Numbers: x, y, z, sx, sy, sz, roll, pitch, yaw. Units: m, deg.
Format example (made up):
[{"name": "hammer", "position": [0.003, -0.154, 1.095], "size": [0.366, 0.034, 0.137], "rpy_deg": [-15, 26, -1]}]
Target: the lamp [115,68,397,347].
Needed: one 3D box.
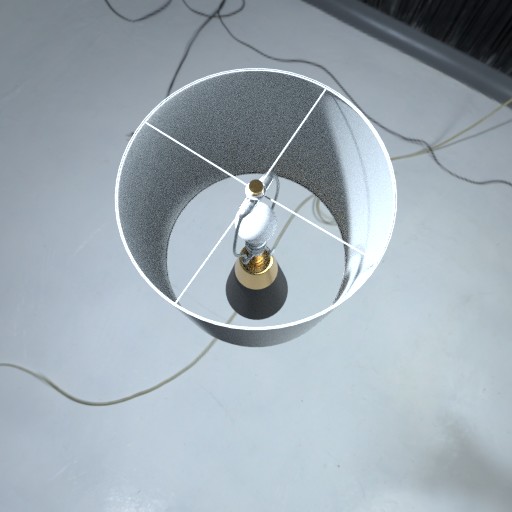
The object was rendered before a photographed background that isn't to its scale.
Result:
[{"name": "lamp", "position": [0.000, 0.000, 0.760], "size": [0.308, 0.580, 0.308], "rpy_deg": [32, 77, 8]}]
